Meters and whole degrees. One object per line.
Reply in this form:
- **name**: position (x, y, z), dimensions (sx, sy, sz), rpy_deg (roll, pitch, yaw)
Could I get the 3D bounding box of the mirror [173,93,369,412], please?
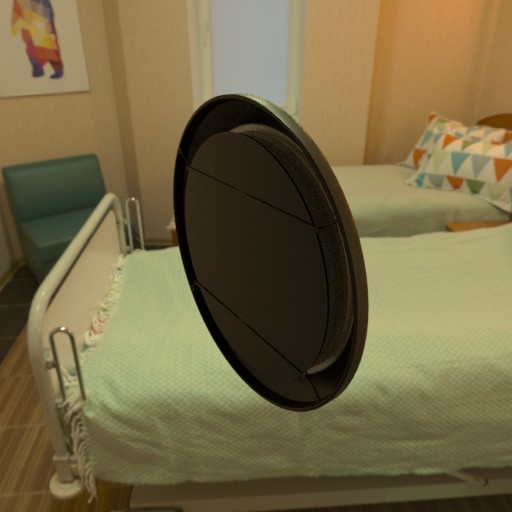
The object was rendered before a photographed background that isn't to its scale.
- **mirror**: position (0.000, 0.000, 1.311), dimensions (0.111, 0.907, 0.907), rpy_deg (-17, 31, -31)
